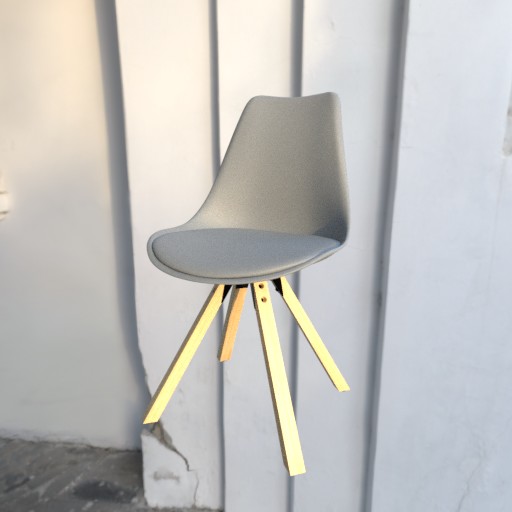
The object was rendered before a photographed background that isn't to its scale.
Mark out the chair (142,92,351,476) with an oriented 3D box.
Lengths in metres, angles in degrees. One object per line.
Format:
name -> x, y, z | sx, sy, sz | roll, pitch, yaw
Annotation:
chair -> 0.000, 0.000, 1.166 | 0.485, 0.850, 0.549 | 7, 16, 26
